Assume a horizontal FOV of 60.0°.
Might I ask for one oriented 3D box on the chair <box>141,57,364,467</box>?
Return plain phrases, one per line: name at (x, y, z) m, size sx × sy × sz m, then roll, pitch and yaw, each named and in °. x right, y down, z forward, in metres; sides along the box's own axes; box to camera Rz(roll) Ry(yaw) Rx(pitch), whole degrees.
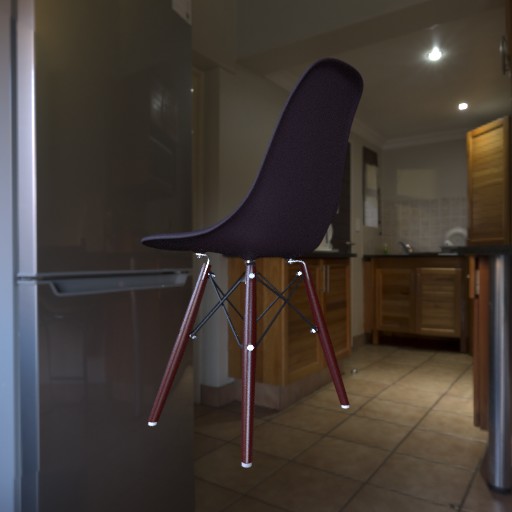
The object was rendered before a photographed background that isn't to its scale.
chair at (0.000, 0.000, 1.129) m, size 0.533 × 0.826 × 0.470 m, roll 1°, pitch 1°, yaw 37°
